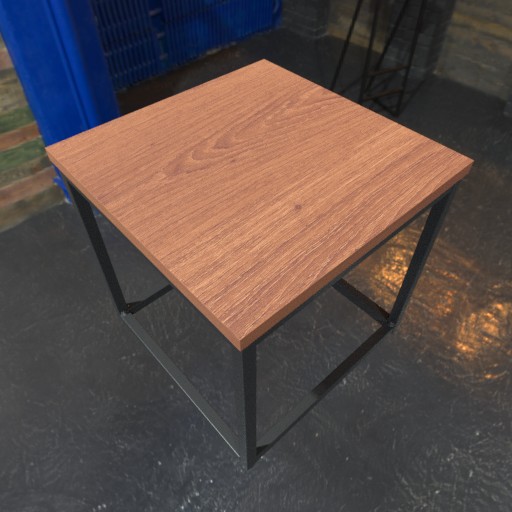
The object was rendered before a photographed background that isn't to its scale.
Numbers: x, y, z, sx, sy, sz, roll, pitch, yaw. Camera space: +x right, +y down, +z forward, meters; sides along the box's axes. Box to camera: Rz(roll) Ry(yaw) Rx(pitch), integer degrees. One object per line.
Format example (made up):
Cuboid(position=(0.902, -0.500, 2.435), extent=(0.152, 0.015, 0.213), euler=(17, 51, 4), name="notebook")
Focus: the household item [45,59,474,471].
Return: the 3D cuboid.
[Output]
Cuboid(position=(0.000, 0.000, 0.731), extent=(0.400, 0.400, 0.400), euler=(-34, 56, -27), name="household item")
